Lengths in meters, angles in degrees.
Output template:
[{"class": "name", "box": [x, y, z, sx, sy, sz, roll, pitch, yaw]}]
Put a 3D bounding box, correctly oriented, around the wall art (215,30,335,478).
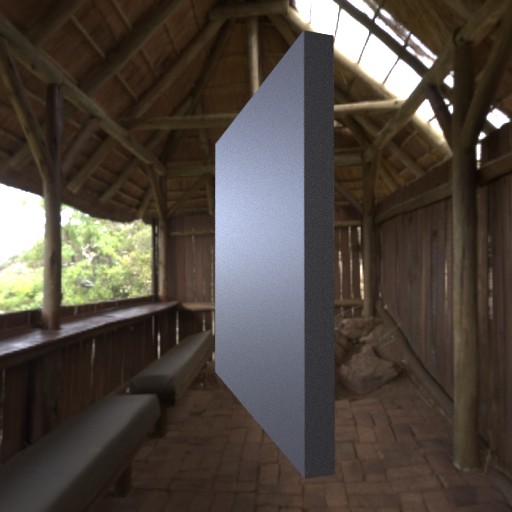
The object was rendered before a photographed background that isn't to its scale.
[{"class": "wall art", "box": [0.000, 0.000, 0.749, 0.038, 0.507, 0.507, 0, -1, -17]}]
